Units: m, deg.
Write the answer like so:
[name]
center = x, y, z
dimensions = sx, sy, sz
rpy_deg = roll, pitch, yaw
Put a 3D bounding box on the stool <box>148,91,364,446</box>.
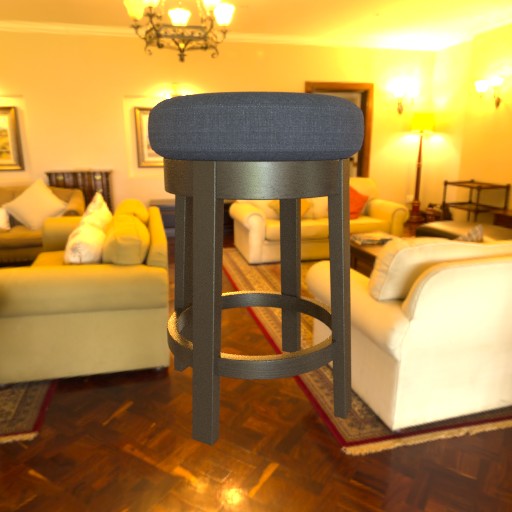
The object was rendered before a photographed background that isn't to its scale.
[stool]
center = 0.000, 0.000, 0.971
dimensions = 0.449, 0.655, 0.449
rpy_deg = 0, 15, 0
